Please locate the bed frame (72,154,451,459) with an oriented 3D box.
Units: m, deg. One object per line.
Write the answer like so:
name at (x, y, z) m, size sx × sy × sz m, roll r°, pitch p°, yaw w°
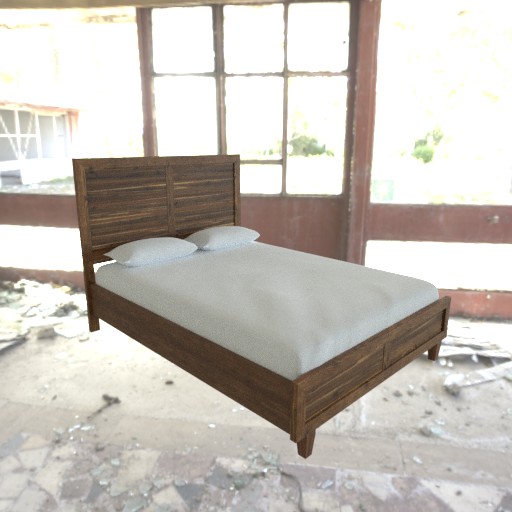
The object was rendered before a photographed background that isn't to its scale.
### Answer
bed frame at (0.000, 0.000, 3.330) m, size 1.696 × 1.417 × 2.276 m, roll -14°, pitch 20°, yaw -43°
